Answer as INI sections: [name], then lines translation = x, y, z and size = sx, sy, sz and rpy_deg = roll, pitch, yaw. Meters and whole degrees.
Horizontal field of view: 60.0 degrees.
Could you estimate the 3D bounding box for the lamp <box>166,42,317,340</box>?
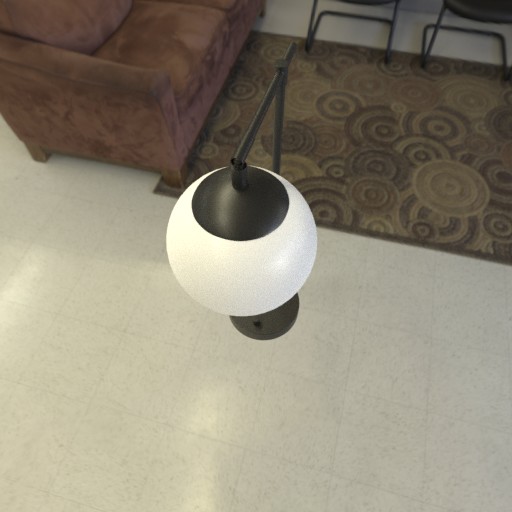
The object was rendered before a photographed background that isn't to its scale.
[lamp]
translation = 0.000, 0.000, 0.718
size = 0.197, 0.559, 0.316
rpy_deg = 15, 58, 10
